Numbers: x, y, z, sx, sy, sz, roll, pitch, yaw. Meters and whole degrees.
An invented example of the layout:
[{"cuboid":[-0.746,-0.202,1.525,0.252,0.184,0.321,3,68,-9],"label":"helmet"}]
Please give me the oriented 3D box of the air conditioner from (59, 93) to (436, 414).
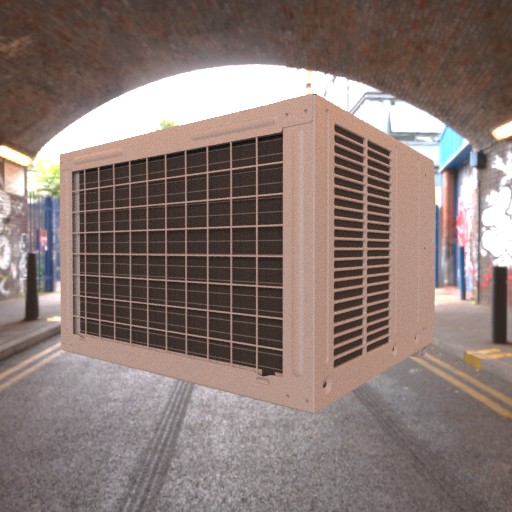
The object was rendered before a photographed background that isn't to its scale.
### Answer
[{"cuboid":[0.000,0.000,1.028,0.645,0.455,0.599,1,1,37],"label":"air conditioner"}]
